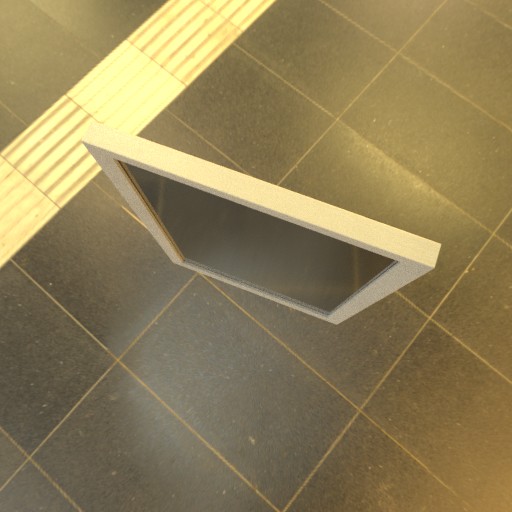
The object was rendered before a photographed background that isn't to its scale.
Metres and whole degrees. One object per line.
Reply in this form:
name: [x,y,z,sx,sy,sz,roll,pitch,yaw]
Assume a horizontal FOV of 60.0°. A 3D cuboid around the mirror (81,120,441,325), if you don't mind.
mirror: [0.000,0.000,0.941,0.507,0.710,0.040,20,76,5]
